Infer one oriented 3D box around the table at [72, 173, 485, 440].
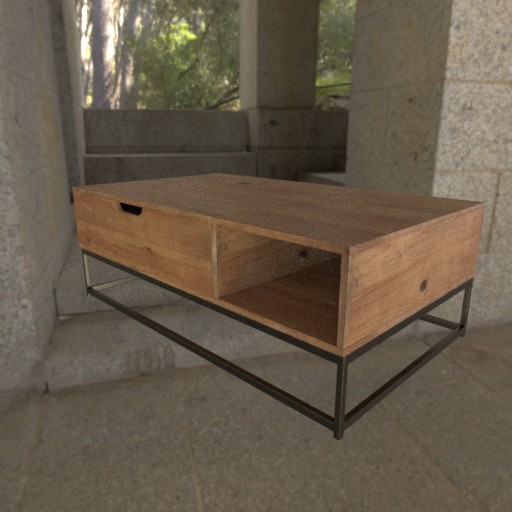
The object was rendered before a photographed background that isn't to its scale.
[{"bbox_3d":[0.000,0.000,1.401,1.101,0.395,0.655,16,22,43],"label":"table"}]
